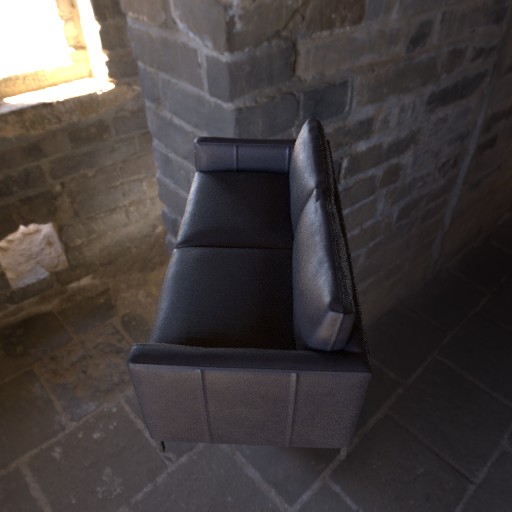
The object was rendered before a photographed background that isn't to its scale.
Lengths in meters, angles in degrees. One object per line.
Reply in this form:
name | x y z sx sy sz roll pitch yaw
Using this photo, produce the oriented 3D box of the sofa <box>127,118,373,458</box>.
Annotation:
sofa | 0.000 0.000 2.334 0.947 0.883 1.805 0 41 0
